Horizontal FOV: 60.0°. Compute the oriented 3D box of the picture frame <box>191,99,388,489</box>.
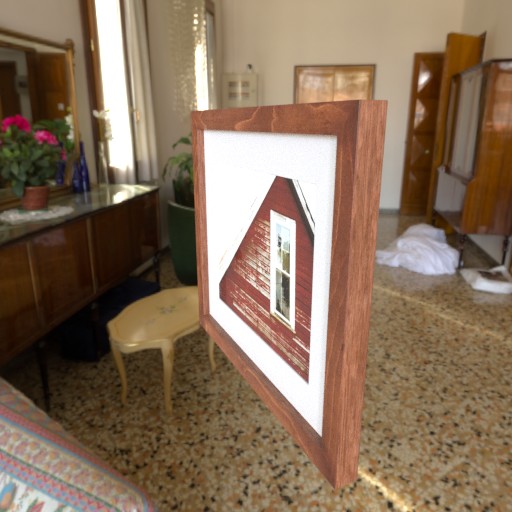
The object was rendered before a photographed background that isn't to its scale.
[{"bbox_3d":[0.000,0.000,0.519,0.025,0.330,0.381,-8,19,-24],"label":"picture frame"}]
